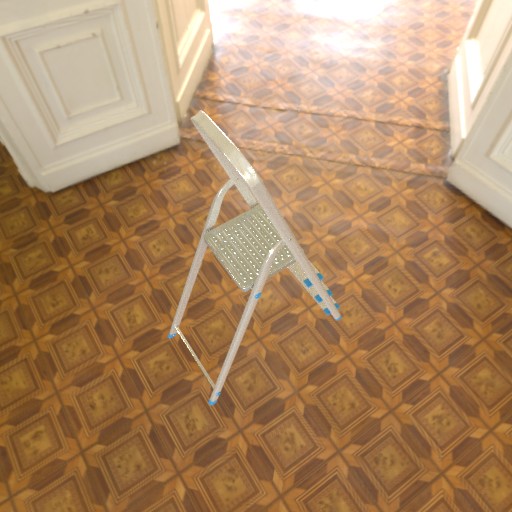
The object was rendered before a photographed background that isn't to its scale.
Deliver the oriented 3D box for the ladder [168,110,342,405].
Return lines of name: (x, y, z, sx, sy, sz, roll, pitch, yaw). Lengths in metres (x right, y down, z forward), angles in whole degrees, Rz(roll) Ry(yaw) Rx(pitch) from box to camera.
ladder: (0.000, 0.000, 1.795, 0.842, 1.434, 0.445, -30, 62, -17)
